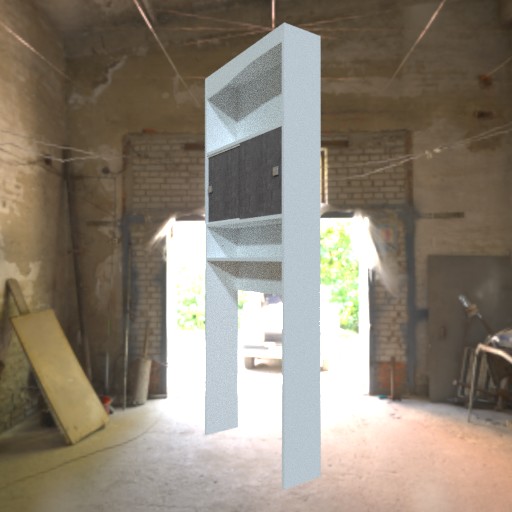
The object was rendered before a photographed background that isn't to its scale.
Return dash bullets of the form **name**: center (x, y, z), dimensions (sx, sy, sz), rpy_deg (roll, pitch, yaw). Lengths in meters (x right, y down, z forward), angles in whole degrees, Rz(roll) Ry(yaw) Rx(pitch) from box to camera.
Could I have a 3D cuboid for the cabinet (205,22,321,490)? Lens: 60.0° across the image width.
- **cabinet**: center (0.000, 0.000, 1.994), dimensions (0.192, 1.770, 0.643), rpy_deg (0, 0, -34)
